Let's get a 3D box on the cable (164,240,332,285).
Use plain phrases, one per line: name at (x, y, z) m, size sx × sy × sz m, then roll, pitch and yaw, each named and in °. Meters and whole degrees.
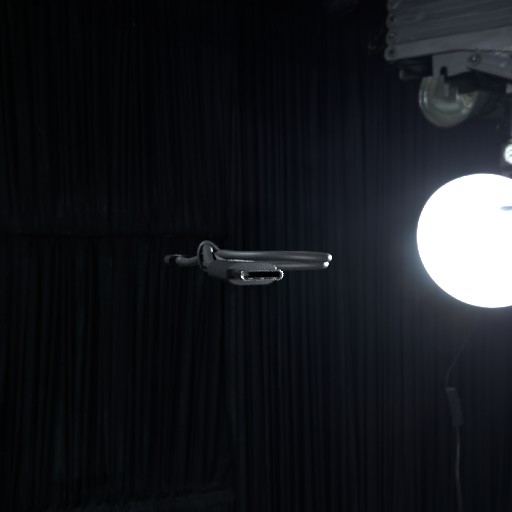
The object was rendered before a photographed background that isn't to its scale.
cable at (0.000, 0.000, 0.207) m, size 0.070 × 0.014 × 0.186 m, roll 0°, pitch 1°, yaw -18°
